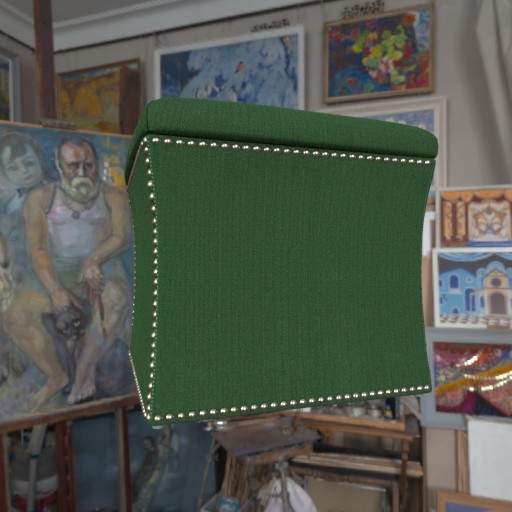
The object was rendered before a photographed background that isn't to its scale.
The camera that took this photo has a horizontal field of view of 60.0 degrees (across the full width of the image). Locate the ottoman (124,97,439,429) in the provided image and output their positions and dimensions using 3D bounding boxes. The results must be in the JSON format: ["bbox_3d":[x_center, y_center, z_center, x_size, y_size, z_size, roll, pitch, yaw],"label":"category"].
[{"bbox_3d":[0.000,0.000,0.885,0.497,0.475,0.507,0,0,-19],"label":"ottoman"}]
